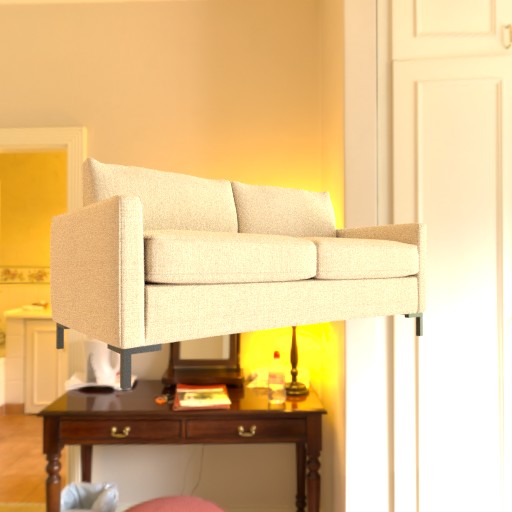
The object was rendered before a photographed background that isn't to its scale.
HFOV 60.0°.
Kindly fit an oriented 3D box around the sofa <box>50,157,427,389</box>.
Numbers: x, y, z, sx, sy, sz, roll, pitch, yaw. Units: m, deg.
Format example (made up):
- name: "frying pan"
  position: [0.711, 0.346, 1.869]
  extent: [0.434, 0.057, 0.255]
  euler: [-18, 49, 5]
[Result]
- name: "sofa"
  position: [0.000, 0.000, 2.095]
  extent: [1.651, 0.812, 0.839]
  euler: [1, -1, -37]
